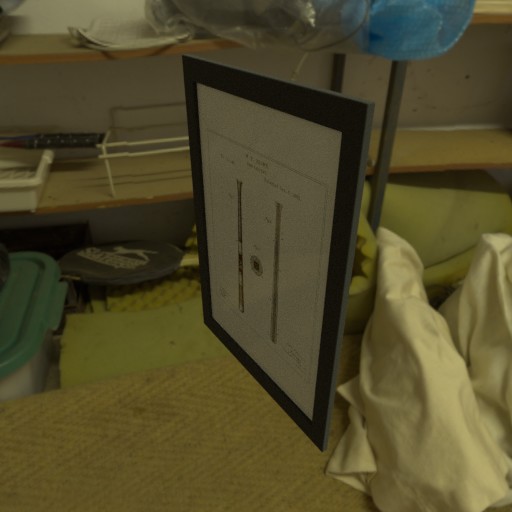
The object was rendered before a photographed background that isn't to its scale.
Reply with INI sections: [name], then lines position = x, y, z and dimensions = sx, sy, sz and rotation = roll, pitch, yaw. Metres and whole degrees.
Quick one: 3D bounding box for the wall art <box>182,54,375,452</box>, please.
[wall art]
position = 0.000, 0.000, 0.682
dimensions = 0.012, 0.529, 0.374
rotation = -21, 38, -29
